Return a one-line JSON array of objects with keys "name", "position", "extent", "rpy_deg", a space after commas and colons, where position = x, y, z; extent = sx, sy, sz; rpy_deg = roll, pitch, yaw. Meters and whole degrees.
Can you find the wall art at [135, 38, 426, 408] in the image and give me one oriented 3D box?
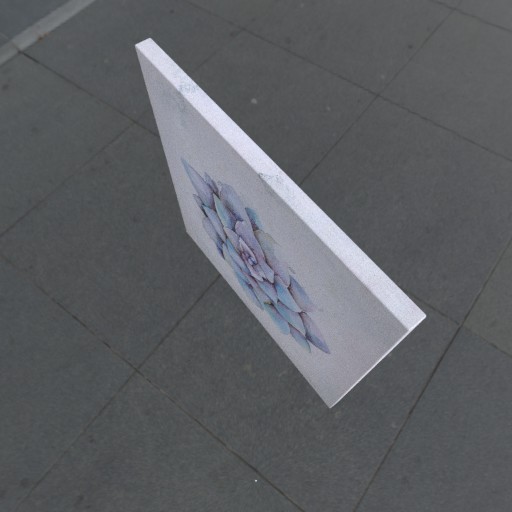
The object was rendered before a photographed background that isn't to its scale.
[{"name": "wall art", "position": [0.000, 0.000, 1.112], "extent": [0.038, 0.762, 0.762], "rpy_deg": [-35, 68, -16]}]
